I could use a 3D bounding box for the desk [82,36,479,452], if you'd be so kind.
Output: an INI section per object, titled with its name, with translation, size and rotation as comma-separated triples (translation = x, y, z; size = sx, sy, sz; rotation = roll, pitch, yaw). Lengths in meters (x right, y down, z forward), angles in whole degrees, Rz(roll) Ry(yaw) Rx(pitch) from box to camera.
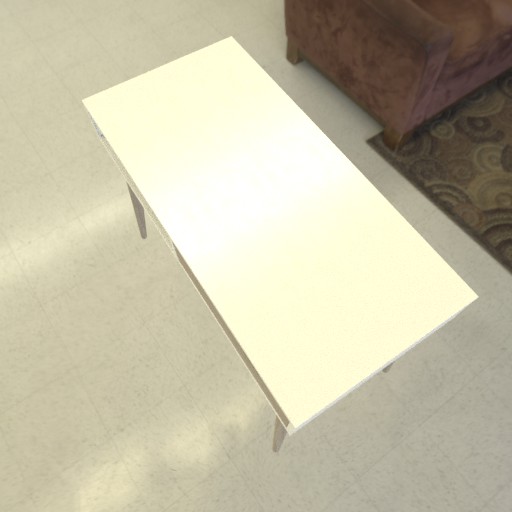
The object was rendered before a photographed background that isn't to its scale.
[desk]
translation = 0.000, 0.000, 1.373
size = 0.491, 0.723, 0.979
rotation = -30, 67, -14
